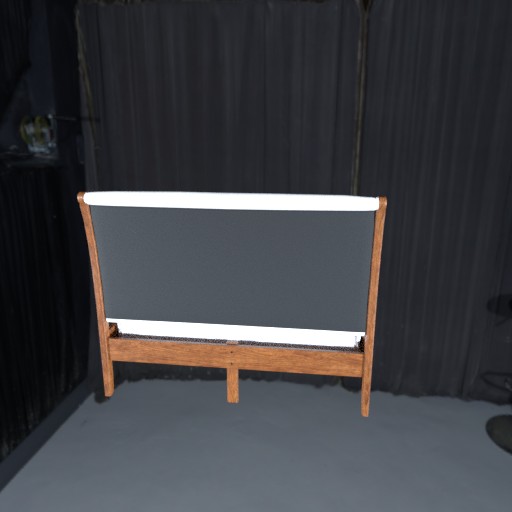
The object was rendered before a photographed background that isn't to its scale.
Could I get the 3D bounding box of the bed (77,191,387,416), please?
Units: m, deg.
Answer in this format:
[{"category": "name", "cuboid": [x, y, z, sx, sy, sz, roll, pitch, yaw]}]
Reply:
[{"category": "bed", "cuboid": [0.000, 0.000, 3.456, 1.612, 1.250, 2.380, 2, 15, 7]}]
